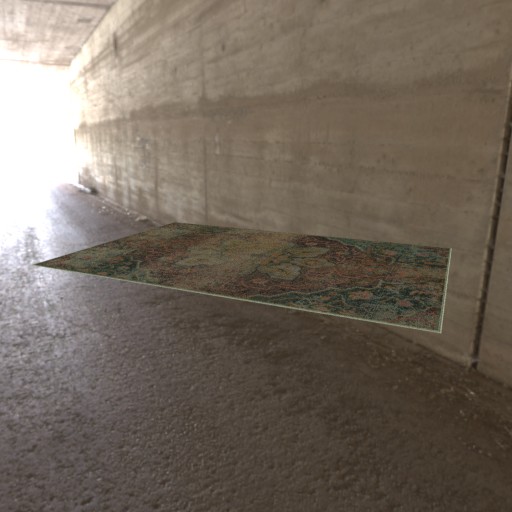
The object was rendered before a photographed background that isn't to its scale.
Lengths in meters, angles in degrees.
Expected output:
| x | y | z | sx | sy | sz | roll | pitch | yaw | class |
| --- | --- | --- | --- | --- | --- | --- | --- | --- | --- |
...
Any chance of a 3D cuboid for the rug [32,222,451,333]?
| x | y | z | sx | sy | sz | roll | pitch | yaw | class |
| --- | --- | --- | --- | --- | --- | --- | --- | --- | --- |
| 0.000 | 0.000 | 2.926 | 2.363 | 0.004 | 1.566 | 7 | 17 | 25 | rug |
